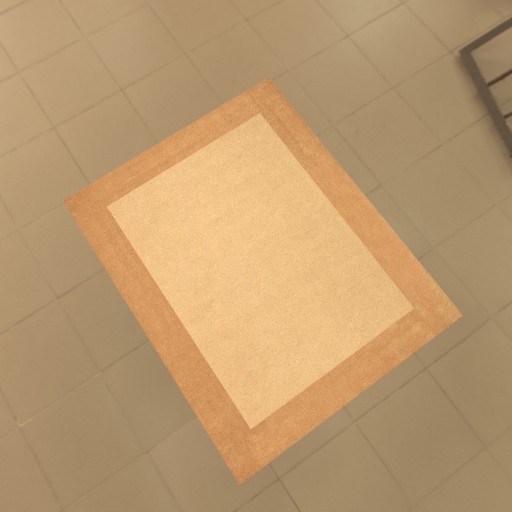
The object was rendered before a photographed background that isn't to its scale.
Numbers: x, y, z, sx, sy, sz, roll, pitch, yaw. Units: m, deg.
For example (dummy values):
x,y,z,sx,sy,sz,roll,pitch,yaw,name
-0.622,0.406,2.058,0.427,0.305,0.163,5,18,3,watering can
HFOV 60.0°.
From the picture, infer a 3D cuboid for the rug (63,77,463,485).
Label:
x,y,z,sx,sy,sz,roll,pitch,yaw,name
0.000,0.000,4.145,2.438,0.014,3.048,-34,77,-9,rug
